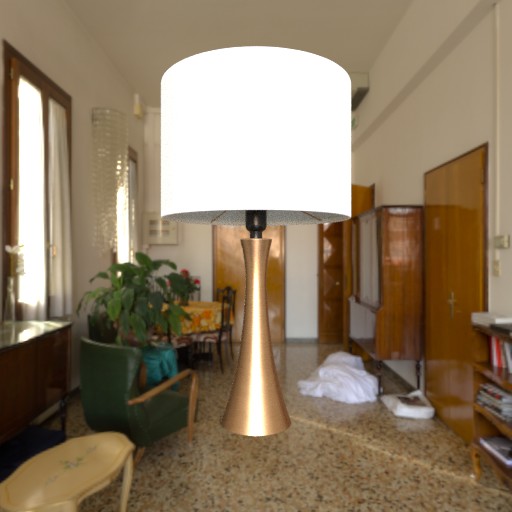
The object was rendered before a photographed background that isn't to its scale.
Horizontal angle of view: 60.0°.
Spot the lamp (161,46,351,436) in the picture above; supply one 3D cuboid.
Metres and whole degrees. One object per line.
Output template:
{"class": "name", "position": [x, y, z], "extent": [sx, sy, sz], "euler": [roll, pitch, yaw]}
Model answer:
{"class": "lamp", "position": [0.000, 0.000, 0.639], "extent": [0.268, 0.479, 0.268], "euler": [0, 0, -36]}
